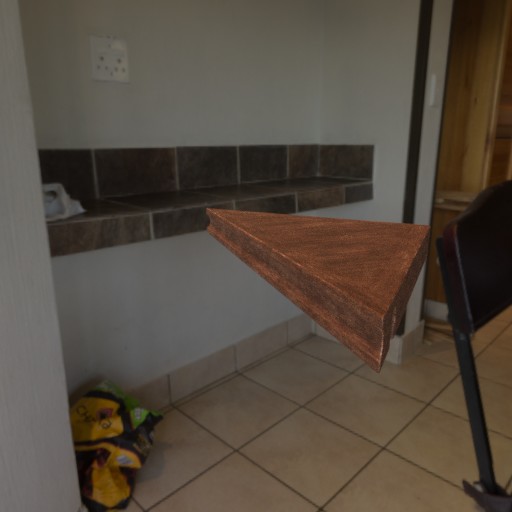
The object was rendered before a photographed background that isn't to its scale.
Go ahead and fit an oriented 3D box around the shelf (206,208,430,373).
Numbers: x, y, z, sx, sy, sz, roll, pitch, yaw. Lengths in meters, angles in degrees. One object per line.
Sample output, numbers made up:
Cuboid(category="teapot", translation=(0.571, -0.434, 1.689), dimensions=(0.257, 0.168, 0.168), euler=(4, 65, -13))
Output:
Cuboid(category="shelf", translation=(0.000, 0.000, 0.437), dimensions=(0.296, 0.035, 0.296), euler=(7, 16, 25))
